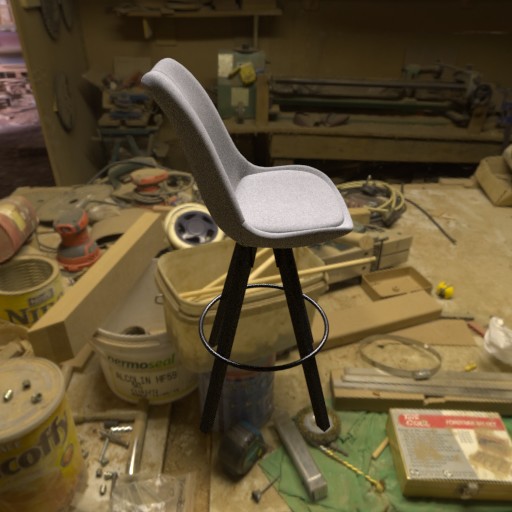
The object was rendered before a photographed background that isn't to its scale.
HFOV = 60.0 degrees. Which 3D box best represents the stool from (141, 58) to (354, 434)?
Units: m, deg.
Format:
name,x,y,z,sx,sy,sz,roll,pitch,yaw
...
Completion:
name,x,y,z,sx,sy,sz,roll,pitch,yaw
stool,0.000,0.000,1.394,0.550,1.115,0.485,-1,32,-1
